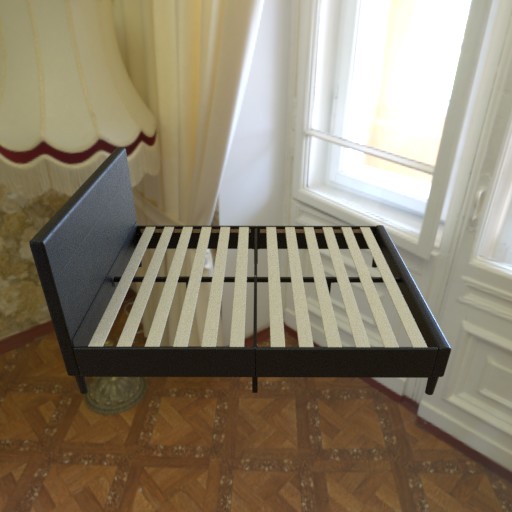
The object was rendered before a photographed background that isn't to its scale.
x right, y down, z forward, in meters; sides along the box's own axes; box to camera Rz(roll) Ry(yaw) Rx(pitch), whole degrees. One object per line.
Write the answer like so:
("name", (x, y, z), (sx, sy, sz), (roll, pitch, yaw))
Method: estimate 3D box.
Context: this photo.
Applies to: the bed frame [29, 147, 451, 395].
("bed frame", (0.000, 0.000, 3.238), (2.318, 1.127, 1.634), (0, 30, 0))
